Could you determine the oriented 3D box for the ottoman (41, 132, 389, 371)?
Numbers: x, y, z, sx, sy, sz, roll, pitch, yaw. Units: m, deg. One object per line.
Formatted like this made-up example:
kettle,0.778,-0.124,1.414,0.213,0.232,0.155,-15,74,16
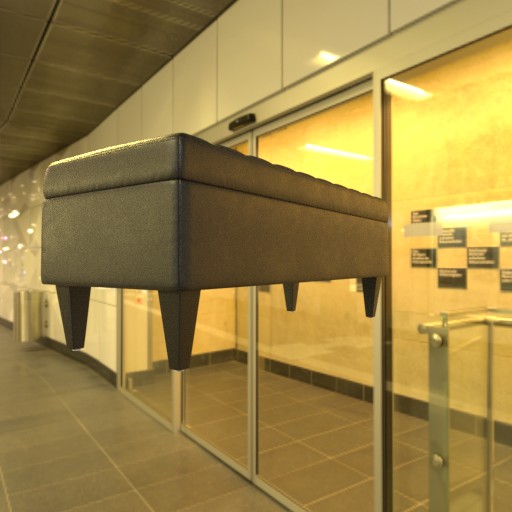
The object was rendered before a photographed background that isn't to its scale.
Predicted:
ottoman,0.000,0.000,1.403,0.482,0.469,1.151,-1,-1,35
